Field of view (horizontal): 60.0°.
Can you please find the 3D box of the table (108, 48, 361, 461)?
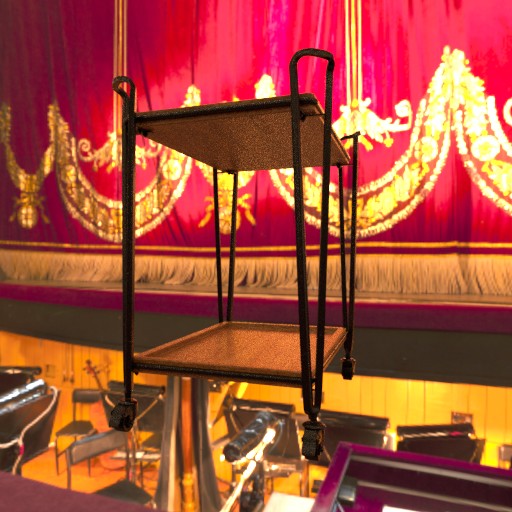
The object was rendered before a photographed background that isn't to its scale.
[{"bbox_3d":[0.000,0.000,1.202,0.505,0.785,0.672,0,0,18],"label":"table"}]
